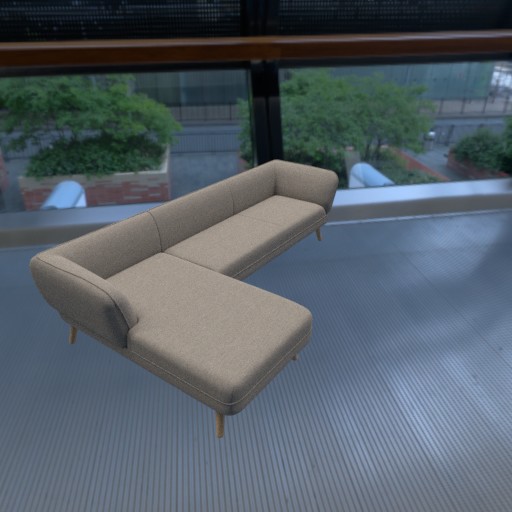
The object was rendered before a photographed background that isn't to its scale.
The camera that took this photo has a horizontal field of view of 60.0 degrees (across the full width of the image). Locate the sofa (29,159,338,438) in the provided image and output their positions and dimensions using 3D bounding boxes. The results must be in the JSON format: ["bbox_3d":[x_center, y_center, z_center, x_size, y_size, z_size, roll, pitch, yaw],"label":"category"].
[{"bbox_3d":[0.000,0.000,3.360,1.532,0.693,2.653,19,33,31],"label":"sofa"}]
